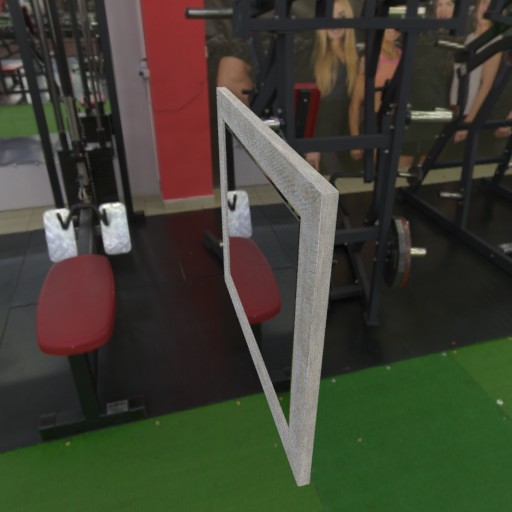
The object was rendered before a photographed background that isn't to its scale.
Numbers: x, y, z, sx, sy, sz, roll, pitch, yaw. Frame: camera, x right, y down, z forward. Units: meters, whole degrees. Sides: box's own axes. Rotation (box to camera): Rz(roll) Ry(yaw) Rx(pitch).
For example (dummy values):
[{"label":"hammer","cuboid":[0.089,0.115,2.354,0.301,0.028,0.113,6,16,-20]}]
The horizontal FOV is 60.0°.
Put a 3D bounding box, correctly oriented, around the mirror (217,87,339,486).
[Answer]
[{"label":"mirror","cuboid":[0.000,0.000,1.144,0.028,0.689,0.839,-7,32,-12]}]
